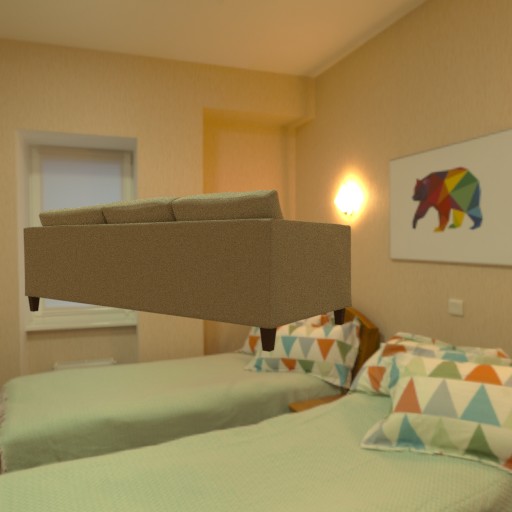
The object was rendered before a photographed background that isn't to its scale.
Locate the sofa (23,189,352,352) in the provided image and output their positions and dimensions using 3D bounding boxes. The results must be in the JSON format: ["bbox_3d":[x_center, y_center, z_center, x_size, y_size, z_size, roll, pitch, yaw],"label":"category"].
[{"bbox_3d":[0.000,0.000,4.209,2.432,0.863,3.182,1,2,35],"label":"sofa"}]
